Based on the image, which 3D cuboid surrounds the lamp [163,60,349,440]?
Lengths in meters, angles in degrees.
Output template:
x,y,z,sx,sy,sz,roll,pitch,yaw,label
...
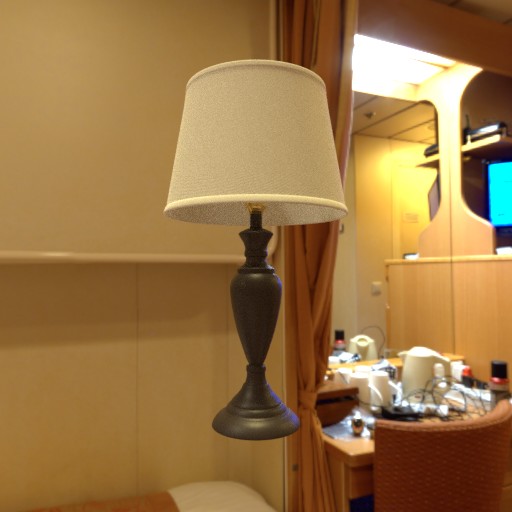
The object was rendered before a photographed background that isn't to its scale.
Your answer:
x,y,z,sx,sy,sz,roll,pitch,yaw,label
0.000,0.000,0.815,0.335,0.611,0.335,0,-2,0,lamp
